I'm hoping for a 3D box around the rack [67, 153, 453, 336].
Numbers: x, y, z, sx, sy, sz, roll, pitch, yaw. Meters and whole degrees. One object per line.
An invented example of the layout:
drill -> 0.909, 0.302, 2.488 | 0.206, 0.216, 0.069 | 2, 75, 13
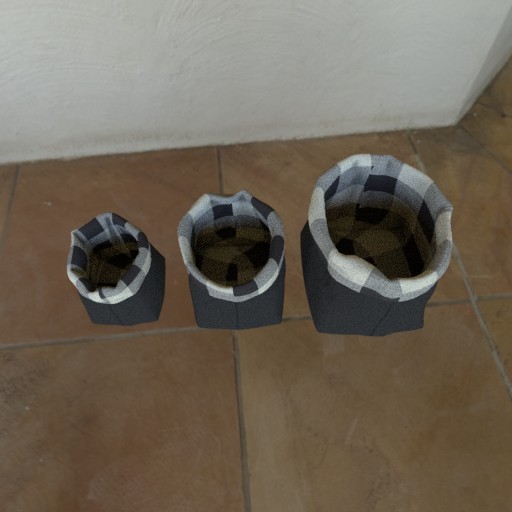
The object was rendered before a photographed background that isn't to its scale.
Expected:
rack -> 0.000, 0.000, 1.077 | 0.889, 0.329, 0.370 | -2, 58, -2
